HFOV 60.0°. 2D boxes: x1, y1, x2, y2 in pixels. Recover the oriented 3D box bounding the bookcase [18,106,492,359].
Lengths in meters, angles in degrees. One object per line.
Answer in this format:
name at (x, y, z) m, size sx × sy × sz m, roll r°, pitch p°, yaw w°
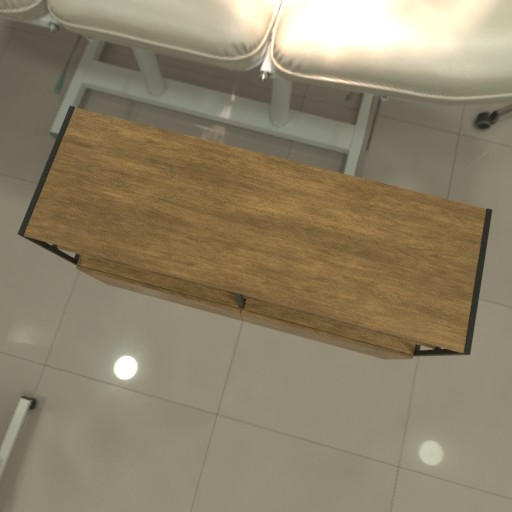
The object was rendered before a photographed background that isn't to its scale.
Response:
bookcase at (0.000, 0.000, 1.470) m, size 1.149 × 0.712 × 0.391 m, roll 15°, pitch 77°, yaw 3°
